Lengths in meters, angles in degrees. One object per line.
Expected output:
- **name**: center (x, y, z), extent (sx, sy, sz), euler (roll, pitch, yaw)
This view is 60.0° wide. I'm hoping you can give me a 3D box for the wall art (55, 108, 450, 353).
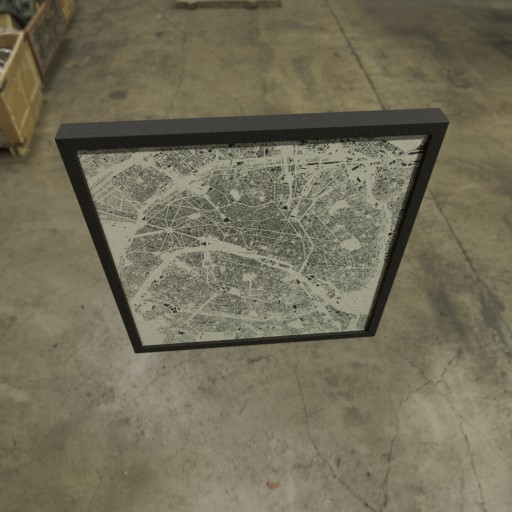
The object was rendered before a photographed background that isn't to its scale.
- **wall art**: center (0.000, 0.000, 0.763), extent (0.508, 0.508, 0.037), euler (-3, 47, -3)
